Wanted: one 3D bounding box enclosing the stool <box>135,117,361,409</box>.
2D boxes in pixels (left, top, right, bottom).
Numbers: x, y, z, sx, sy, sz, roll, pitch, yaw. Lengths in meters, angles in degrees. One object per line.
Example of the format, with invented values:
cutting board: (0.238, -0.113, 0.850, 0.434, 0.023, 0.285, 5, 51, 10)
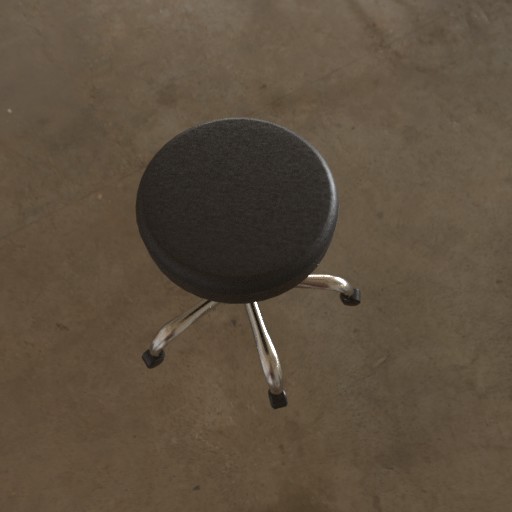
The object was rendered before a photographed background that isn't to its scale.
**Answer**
stool: (0.000, 0.000, 1.117, 0.638, 0.576, 0.673, 3, 65, 1)
